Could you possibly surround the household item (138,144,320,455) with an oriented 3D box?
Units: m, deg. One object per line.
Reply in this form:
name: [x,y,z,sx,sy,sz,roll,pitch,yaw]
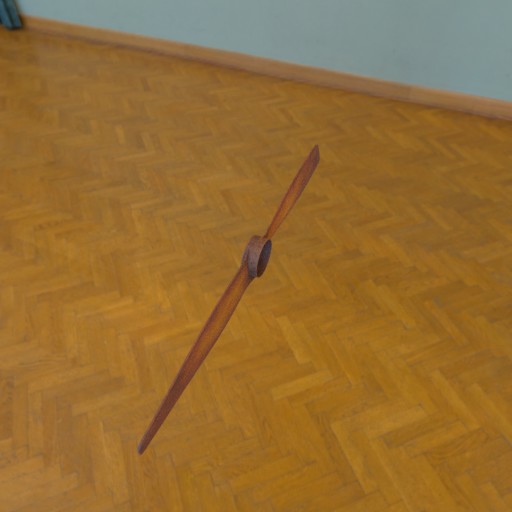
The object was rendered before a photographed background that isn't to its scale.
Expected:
household item: [0.000,0.000,1.253,0.051,0.121,1.181,17,48,16]
